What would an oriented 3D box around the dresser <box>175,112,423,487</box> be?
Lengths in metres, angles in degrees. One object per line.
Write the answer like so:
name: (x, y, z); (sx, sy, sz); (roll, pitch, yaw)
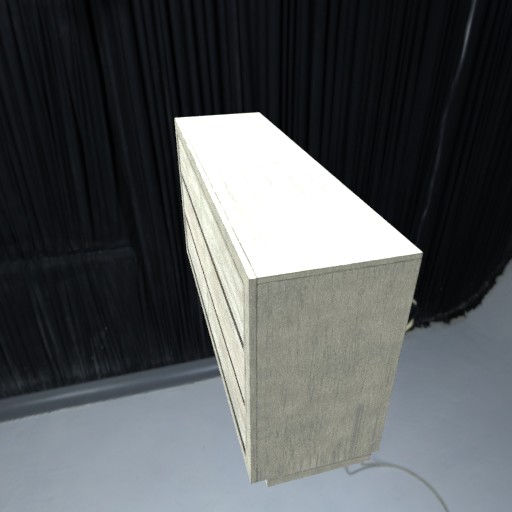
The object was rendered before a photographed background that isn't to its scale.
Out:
dresser: (0.000, 0.000, 2.030); (0.483, 0.889, 1.628); (-8, 32, -13)
